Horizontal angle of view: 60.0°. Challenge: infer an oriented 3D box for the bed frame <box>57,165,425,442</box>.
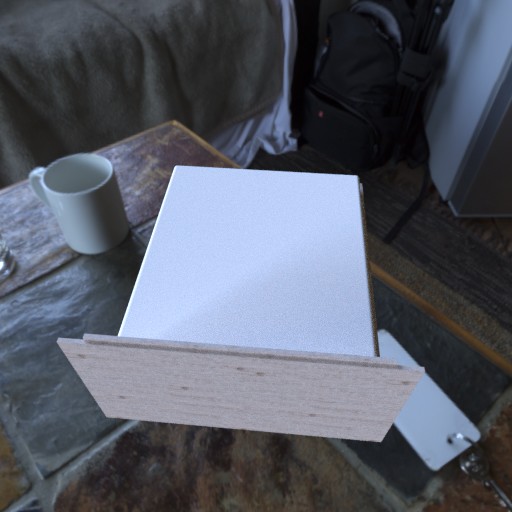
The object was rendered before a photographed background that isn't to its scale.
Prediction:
[{"bbox_3d":[0.000,0.000,3.125,1.750,0.970,2.080,4,49,3],"label":"bed frame"}]
